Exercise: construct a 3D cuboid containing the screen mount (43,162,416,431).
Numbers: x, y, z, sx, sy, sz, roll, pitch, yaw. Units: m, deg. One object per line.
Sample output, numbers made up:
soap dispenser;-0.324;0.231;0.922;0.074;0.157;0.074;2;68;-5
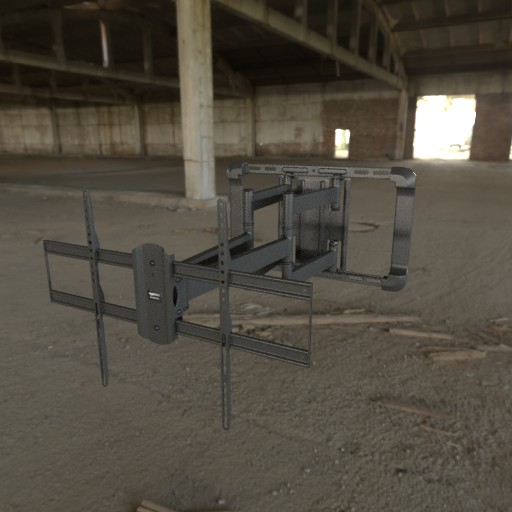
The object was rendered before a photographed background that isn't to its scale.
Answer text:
screen mount;0.000;0.000;1.307;0.725;0.483;0.905;8;17;27
